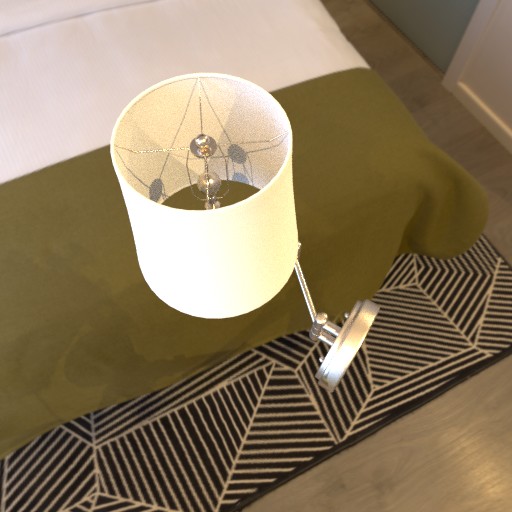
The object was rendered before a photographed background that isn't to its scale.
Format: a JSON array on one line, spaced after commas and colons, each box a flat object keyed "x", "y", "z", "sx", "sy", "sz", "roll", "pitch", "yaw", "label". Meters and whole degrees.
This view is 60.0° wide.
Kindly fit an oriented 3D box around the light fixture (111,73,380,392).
[{"x": 0.000, "y": 0.000, "z": 0.585, "sx": 0.348, "sy": 0.381, "sz": 0.223, "roll": 30, "pitch": 67, "yaw": 14, "label": "light fixture"}]
